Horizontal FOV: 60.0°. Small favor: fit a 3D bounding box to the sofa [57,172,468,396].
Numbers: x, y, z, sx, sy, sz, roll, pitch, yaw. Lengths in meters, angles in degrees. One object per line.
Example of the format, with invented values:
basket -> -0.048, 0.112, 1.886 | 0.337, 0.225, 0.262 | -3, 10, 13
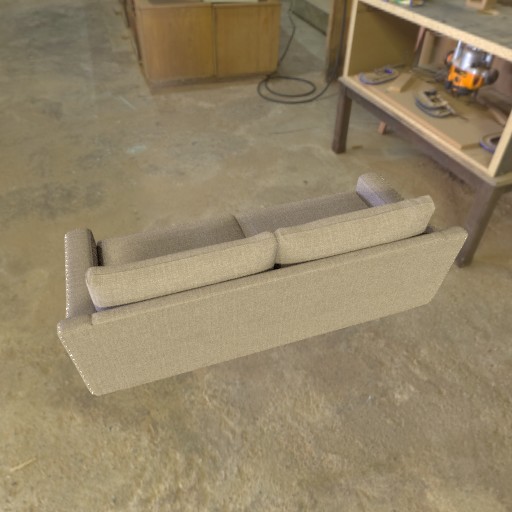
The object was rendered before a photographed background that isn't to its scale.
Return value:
sofa -> 0.000, 0.000, 2.769 | 2.208, 0.857, 1.000 | -13, 44, -14
